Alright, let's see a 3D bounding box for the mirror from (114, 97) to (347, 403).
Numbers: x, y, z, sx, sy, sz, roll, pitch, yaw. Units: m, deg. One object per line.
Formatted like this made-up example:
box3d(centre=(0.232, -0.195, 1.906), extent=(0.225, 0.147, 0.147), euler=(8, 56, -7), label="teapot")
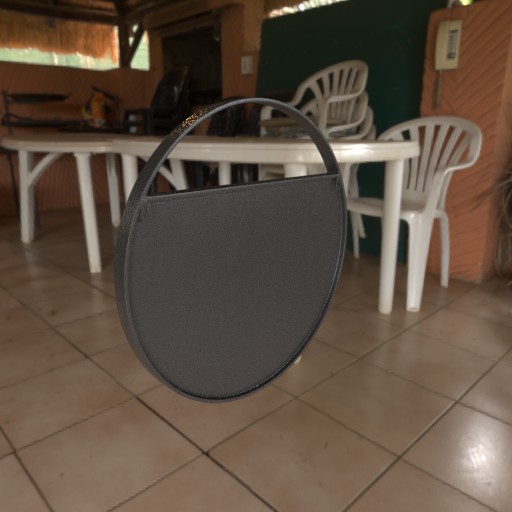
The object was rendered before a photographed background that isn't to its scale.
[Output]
box3d(centre=(0.000, 0.000, 0.841), extent=(0.032, 0.565, 0.565), euler=(15, 22, 43), label="mirror")
